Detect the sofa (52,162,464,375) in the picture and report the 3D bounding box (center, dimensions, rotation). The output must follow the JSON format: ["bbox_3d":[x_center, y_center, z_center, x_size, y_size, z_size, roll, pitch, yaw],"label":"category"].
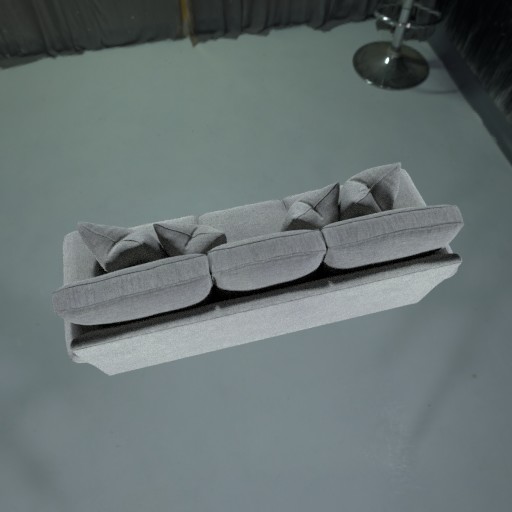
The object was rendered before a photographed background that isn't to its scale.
[{"bbox_3d":[0.000,0.000,2.808,2.312,0.975,0.965,-12,59,-7],"label":"sofa"}]
